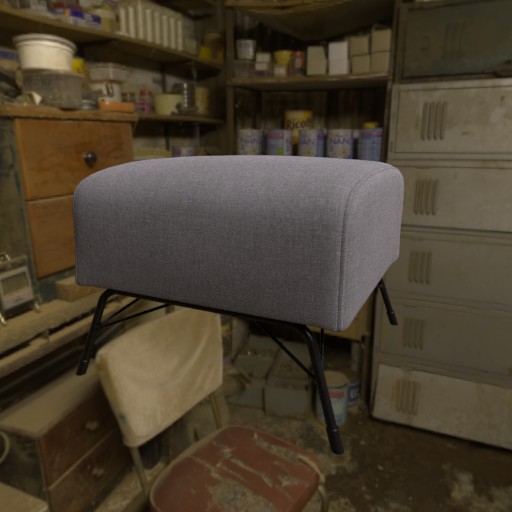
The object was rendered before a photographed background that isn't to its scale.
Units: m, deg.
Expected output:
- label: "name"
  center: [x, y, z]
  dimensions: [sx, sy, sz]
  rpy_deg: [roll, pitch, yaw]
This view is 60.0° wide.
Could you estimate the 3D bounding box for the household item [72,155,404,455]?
- label: "household item"
  center: [0.000, 0.000, 0.927]
  dimensions: [0.530, 0.410, 0.530]
  rpy_deg: [7, 16, 25]
